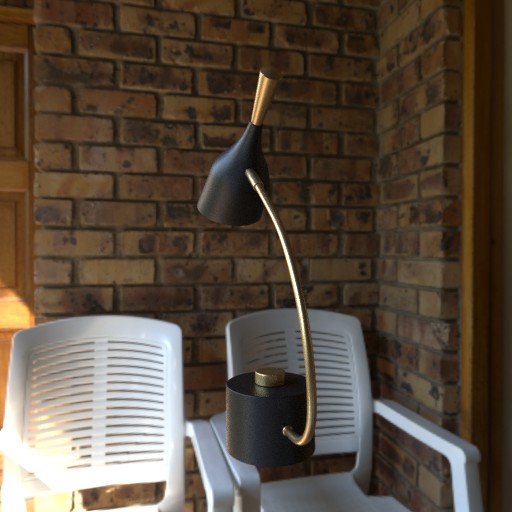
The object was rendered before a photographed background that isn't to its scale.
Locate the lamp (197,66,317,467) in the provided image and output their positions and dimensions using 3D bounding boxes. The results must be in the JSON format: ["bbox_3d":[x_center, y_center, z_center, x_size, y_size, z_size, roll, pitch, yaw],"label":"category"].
[{"bbox_3d":[0.000,0.000,0.593,0.110,0.464,0.352,0,1,-19],"label":"lamp"}]
